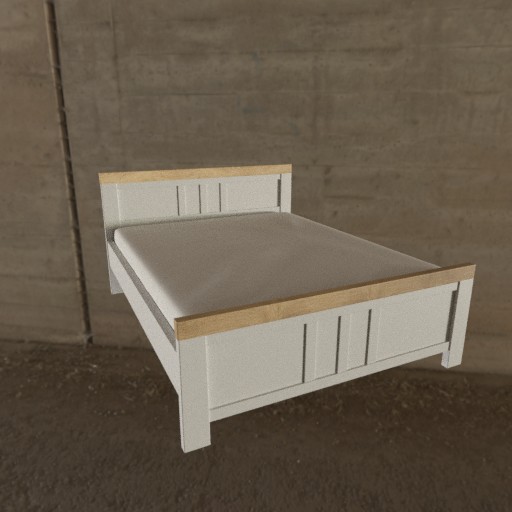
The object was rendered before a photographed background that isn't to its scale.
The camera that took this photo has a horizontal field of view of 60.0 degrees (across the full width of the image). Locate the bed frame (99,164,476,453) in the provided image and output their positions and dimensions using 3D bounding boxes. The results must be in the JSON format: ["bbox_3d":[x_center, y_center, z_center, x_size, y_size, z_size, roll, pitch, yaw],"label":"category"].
[{"bbox_3d":[0.000,0.000,2.980,1.670,0.980,2.050,-8,19,-25],"label":"bed frame"}]
